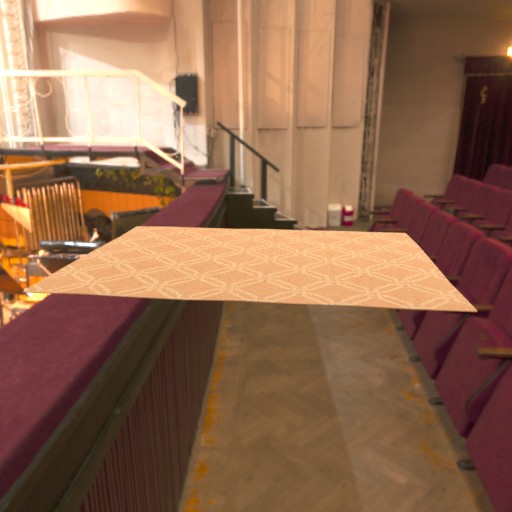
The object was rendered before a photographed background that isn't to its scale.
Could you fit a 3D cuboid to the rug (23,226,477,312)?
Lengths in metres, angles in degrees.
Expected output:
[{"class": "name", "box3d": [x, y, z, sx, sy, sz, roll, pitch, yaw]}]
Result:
[{"class": "rug", "box3d": [0.000, 0.000, 2.760, 2.135, 0.013, 1.524, 2, 16, 6]}]
